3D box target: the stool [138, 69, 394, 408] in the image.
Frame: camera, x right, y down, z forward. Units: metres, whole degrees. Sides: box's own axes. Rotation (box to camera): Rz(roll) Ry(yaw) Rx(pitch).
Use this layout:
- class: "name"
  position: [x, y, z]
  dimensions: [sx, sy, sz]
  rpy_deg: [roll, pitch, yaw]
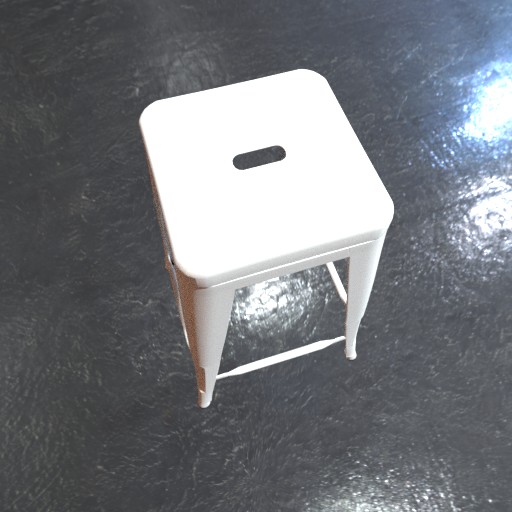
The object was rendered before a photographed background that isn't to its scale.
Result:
- class: "stool"
  position: [0.000, 0.000, 0.898]
  dimensions: [0.406, 0.610, 0.406]
  rpy_deg: [-16, 64, -8]
